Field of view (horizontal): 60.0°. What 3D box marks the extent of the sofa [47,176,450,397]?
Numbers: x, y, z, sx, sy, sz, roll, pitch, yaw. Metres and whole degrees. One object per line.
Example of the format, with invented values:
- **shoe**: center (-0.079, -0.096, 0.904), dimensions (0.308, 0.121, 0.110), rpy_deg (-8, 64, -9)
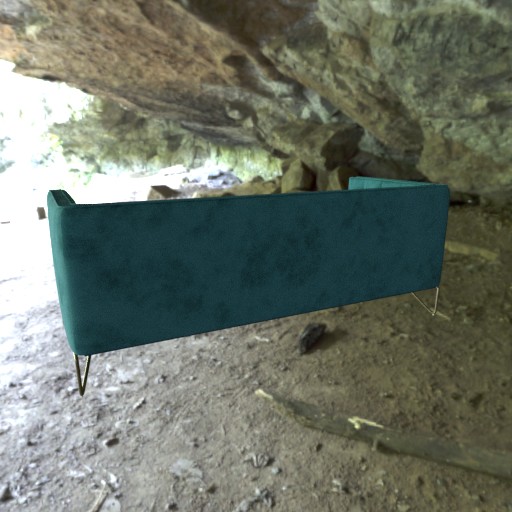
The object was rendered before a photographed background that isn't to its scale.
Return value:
- **sofa**: center (0.000, 0.000, 2.516), dimensions (2.087, 0.789, 0.867), rpy_deg (-7, 16, -26)
